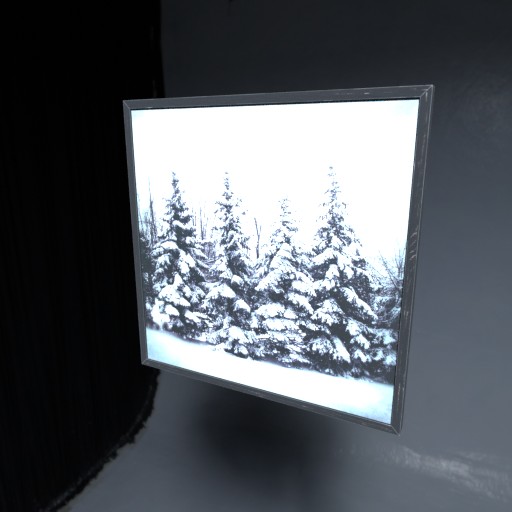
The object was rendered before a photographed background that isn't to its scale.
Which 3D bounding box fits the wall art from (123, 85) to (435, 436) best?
[{"bbox_3d":[0.000,0.000,1.108,0.761,0.761,0.037,7,16,26],"label":"wall art"}]
